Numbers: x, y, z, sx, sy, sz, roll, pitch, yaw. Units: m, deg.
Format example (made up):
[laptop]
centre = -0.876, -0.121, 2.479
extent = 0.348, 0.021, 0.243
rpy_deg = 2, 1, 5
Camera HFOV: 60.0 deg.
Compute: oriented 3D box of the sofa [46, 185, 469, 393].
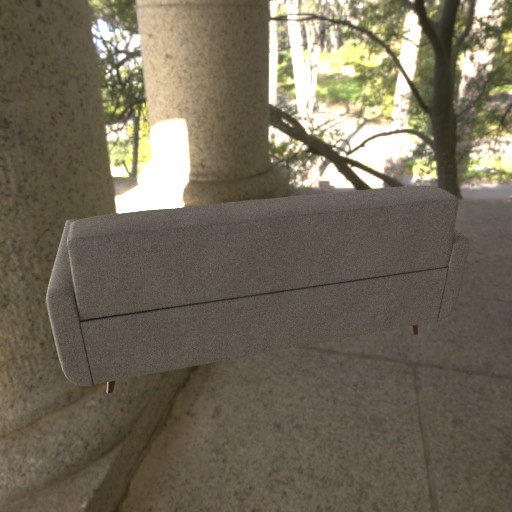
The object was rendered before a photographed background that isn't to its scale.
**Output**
[sofa]
centre = 0.000, 0.000, 2.524
extent = 2.055, 0.873, 0.968
rpy_deg = -7, 27, -15
